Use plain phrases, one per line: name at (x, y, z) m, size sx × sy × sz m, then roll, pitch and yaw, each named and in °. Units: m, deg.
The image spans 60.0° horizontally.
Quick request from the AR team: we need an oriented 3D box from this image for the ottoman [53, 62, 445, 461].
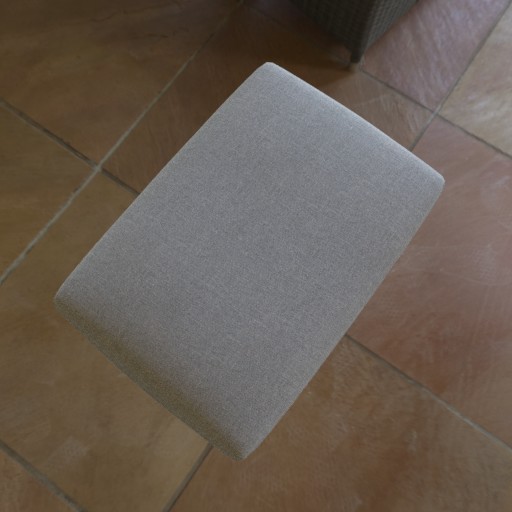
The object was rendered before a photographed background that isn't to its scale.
ottoman at (0.000, 0.000, 1.186) m, size 0.584 × 0.457 × 0.838 m, roll 37°, pitch 79°, yaw 9°
